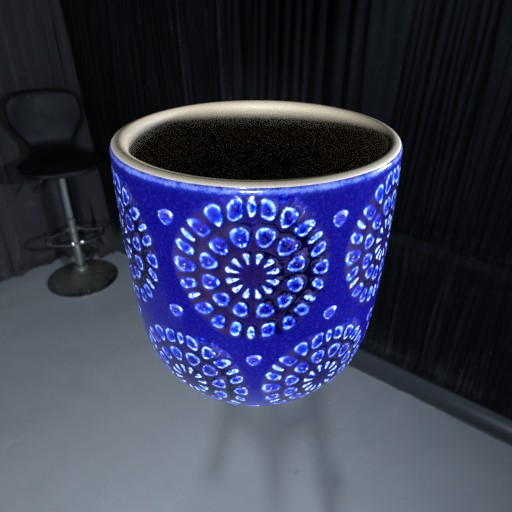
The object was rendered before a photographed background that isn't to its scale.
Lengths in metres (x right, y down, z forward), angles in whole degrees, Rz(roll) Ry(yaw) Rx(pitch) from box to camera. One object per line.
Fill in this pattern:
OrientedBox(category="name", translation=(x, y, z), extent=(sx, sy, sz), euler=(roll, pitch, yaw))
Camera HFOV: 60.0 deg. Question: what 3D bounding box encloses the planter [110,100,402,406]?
OrientedBox(category="planter", translation=(0.000, 0.000, 0.198), extent=(0.109, 0.112, 0.109), euler=(0, 32, 0))
